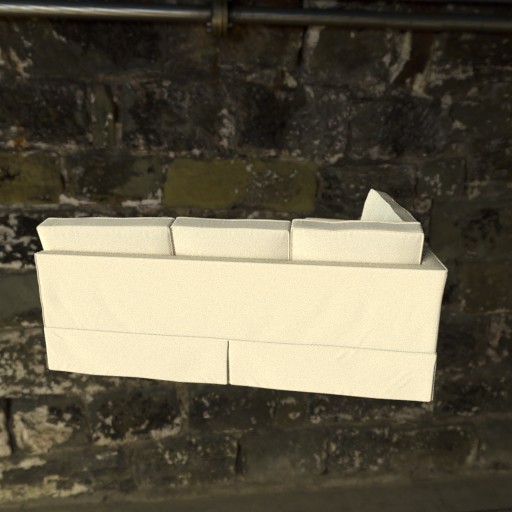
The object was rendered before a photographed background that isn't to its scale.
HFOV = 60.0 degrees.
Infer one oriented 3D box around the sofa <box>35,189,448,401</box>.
[{"bbox_3d":[0.000,0.000,3.972,2.597,1.070,2.591,2,15,9],"label":"sofa"}]
